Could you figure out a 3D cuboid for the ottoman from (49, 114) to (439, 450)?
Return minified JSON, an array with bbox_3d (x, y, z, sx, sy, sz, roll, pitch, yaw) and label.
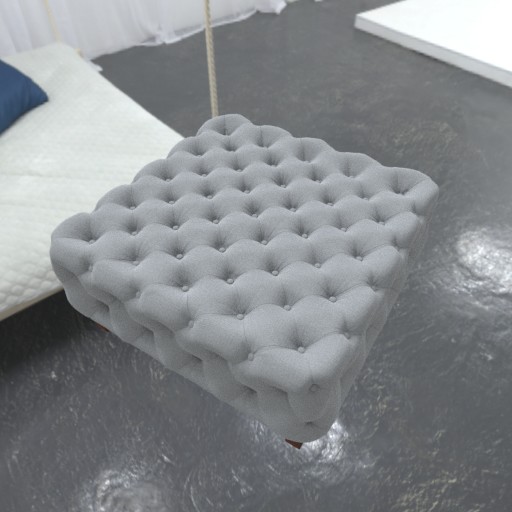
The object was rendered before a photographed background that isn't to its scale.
[{"bbox_3d":[0.000,0.000,1.215,0.758,0.365,0.764,24,50,22],"label":"ottoman"}]
